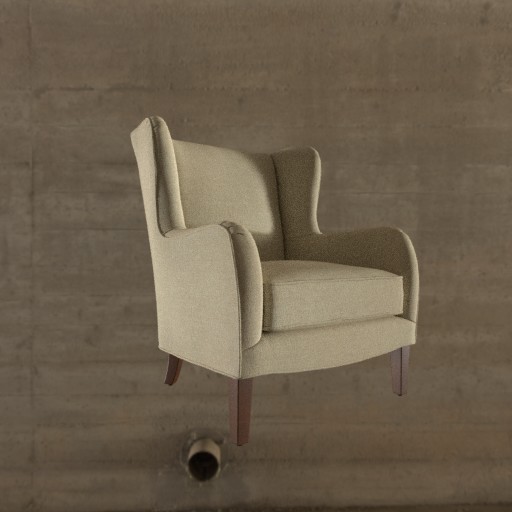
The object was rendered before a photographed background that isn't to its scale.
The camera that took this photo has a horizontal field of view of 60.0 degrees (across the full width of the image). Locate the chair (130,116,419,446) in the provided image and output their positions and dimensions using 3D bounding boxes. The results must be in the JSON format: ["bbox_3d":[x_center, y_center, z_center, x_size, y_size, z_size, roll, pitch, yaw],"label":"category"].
[{"bbox_3d":[0.000,0.000,1.769,0.838,1.040,0.966,0,0,-36],"label":"chair"}]
